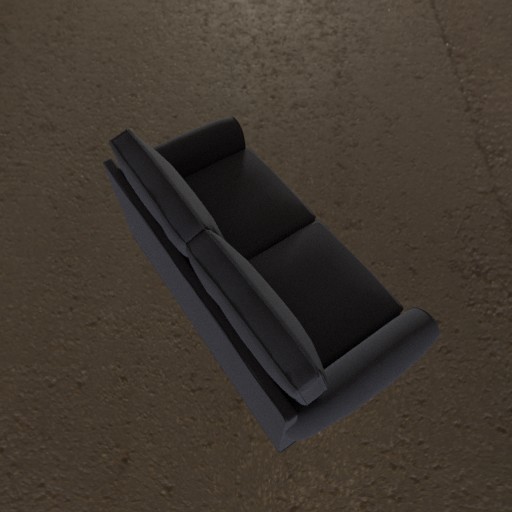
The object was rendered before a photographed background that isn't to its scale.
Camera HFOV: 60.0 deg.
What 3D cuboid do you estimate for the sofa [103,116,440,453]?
[{"bbox_3d":[0.000,0.000,2.605,0.951,1.031,2.009,-31,63,-18],"label":"sofa"}]
